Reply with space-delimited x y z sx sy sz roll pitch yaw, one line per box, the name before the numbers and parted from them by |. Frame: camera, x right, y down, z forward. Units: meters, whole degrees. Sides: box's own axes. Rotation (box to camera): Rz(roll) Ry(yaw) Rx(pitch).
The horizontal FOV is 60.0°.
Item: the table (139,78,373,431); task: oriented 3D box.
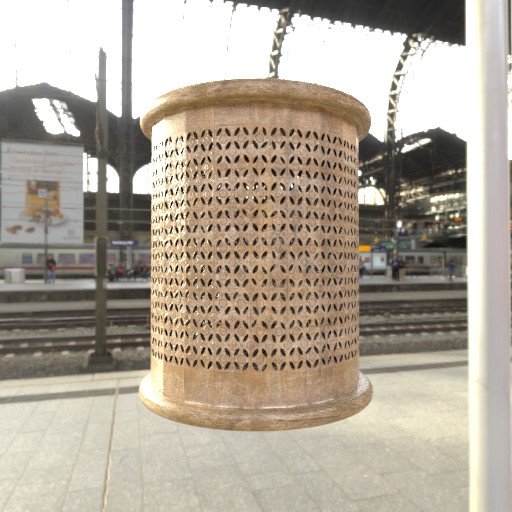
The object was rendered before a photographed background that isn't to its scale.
table | 0.000 0.000 0.800 0.407 0.482 0.407 0 -1 0
